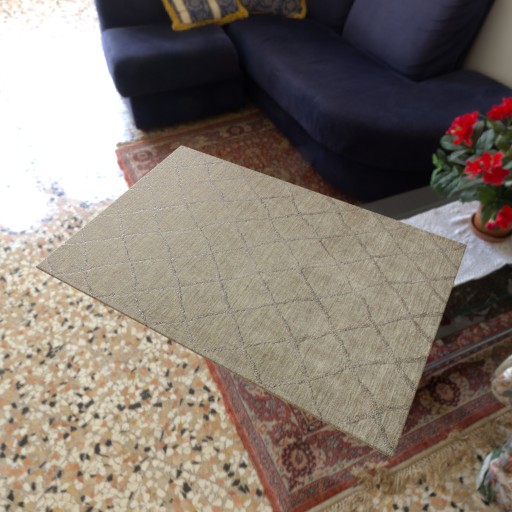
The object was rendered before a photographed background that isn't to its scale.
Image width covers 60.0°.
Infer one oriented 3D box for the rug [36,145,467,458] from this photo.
[{"bbox_3d":[0.000,0.000,2.810,2.280,0.015,1.521,23,51,20],"label":"rug"}]
